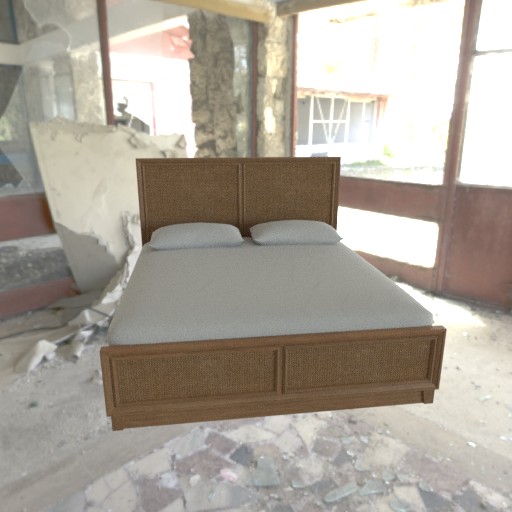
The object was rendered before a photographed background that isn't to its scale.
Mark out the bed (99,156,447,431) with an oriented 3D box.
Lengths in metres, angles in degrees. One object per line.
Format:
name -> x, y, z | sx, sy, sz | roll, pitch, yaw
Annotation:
bed -> 0.000, 0.000, 3.508 | 2.003, 1.387, 2.184 | -2, 16, -8
